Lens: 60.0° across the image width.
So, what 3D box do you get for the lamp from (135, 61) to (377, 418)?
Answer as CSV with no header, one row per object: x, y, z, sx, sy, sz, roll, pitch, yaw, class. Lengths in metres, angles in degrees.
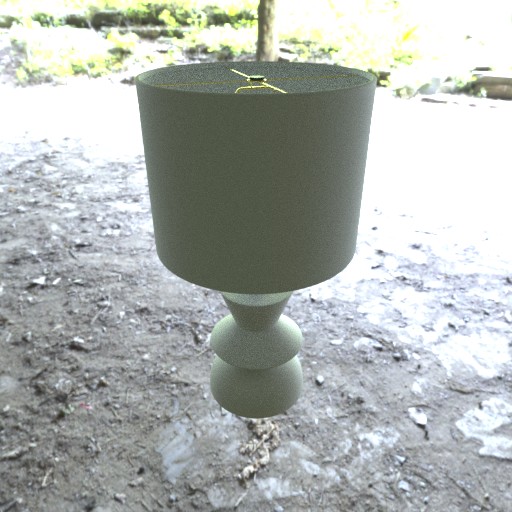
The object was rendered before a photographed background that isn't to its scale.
0.000,0.000,0.696,0.301,0.533,0.301,-10,31,-16,lamp
